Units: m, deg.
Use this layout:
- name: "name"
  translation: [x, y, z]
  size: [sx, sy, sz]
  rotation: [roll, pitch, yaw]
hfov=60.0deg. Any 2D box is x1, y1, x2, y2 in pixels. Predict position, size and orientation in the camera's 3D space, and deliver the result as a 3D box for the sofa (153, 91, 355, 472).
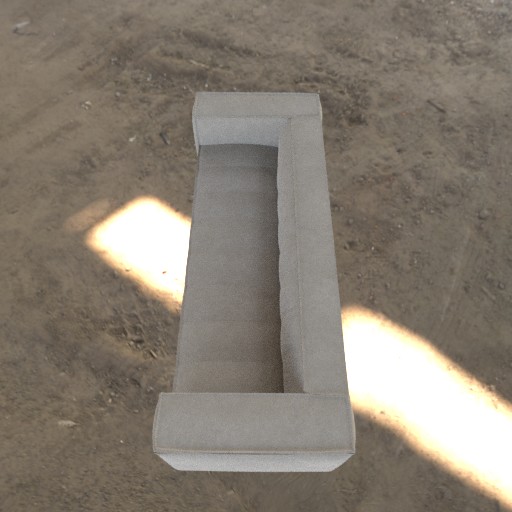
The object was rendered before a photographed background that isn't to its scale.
- name: "sofa"
  translation: [0.000, 0.000, 3.089]
  size: [1.038, 0.680, 2.697]
  rotation: [0, 58, 0]
